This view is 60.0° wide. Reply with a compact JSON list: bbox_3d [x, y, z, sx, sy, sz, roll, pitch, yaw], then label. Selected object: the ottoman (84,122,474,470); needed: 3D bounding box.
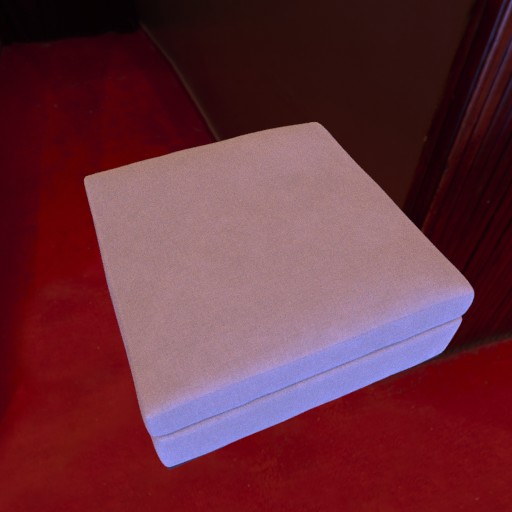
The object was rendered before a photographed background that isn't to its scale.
[{"bbox_3d":[0.000,0.000,1.806,1.171,0.517,1.203,-17,50,-15],"label":"ottoman"}]
